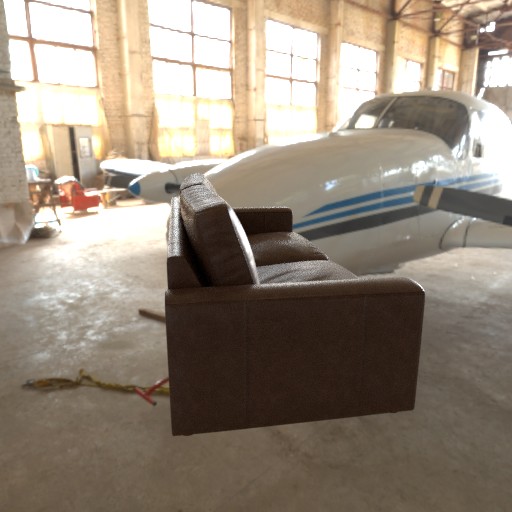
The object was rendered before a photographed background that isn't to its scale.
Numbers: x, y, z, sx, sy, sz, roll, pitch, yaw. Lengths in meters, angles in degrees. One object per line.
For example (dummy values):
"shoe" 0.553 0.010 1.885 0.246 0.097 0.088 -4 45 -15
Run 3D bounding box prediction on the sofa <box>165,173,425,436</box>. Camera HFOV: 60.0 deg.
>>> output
"sofa" 0.000 0.000 2.661 1.016 0.873 2.179 -3 15 -10
